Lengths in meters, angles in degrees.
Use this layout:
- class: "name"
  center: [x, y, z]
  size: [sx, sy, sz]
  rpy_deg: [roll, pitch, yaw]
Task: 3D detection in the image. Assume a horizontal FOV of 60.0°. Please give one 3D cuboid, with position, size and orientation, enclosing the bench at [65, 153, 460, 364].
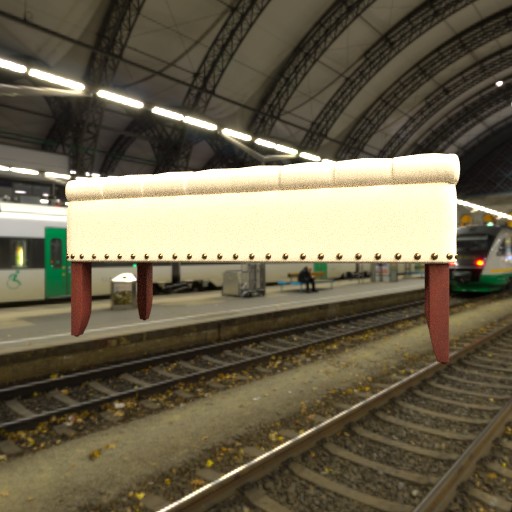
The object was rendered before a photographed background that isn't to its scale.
- class: "bench"
  center: [0.000, 0.000, 1.289]
  size: [1.054, 0.470, 0.400]
  rpy_deg: [0, 0, 19]
